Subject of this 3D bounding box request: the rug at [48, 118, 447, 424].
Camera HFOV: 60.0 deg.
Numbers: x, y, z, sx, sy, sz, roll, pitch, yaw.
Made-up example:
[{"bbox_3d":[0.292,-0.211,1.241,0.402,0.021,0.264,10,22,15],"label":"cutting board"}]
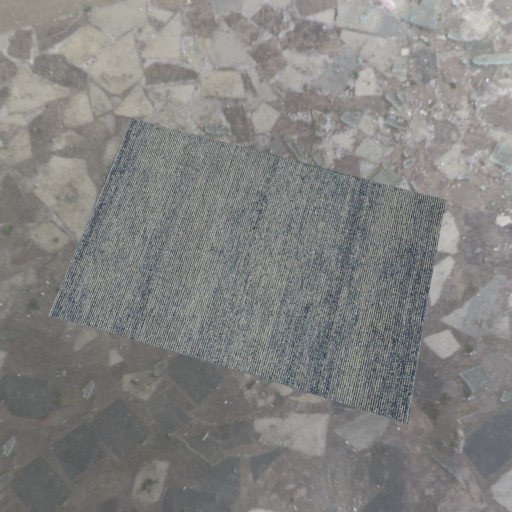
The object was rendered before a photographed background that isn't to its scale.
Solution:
[{"bbox_3d":[0.000,0.000,2.235,1.777,0.021,1.145,16,75,4],"label":"rug"}]
